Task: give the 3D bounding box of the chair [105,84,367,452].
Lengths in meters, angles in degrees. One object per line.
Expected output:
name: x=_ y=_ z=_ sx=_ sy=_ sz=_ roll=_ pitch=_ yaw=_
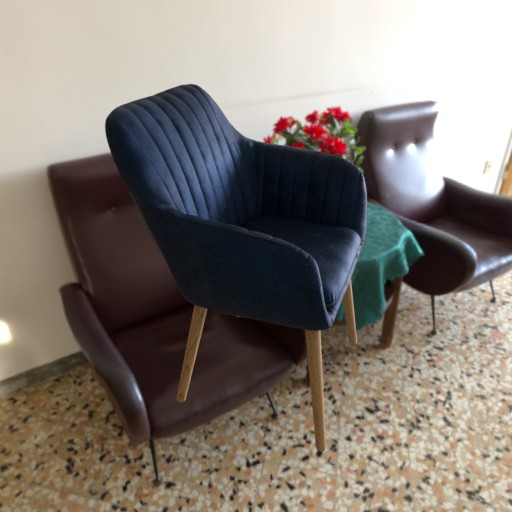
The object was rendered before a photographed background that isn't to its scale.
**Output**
chair: x=0.000 y=0.000 z=1.232 sx=0.573 sy=0.826 sz=0.578 roll=11 pitch=33 yaw=18
